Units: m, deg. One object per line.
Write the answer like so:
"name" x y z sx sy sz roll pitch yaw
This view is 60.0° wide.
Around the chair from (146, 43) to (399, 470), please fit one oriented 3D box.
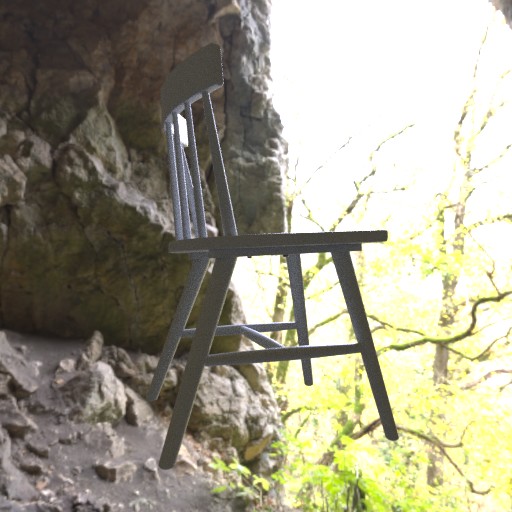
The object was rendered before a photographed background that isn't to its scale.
"chair" 0.000 0.000 1.089 0.500 0.787 0.483 0 -1 -17
